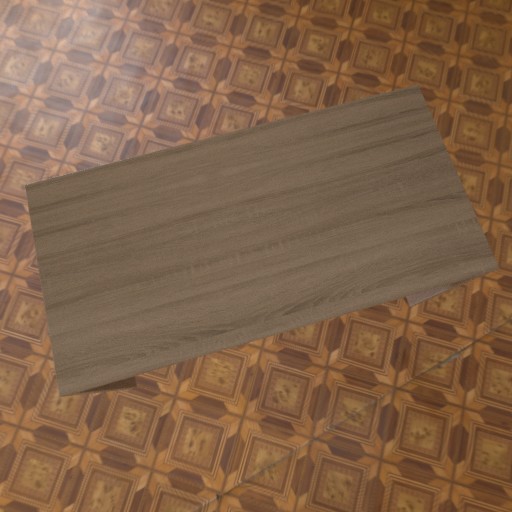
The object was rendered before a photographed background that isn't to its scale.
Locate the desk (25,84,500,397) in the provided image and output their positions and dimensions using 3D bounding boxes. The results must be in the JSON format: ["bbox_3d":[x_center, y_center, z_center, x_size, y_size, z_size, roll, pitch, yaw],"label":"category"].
[{"bbox_3d":[0.000,0.000,1.774,1.380,0.745,0.690,-16,75,-4],"label":"desk"}]
